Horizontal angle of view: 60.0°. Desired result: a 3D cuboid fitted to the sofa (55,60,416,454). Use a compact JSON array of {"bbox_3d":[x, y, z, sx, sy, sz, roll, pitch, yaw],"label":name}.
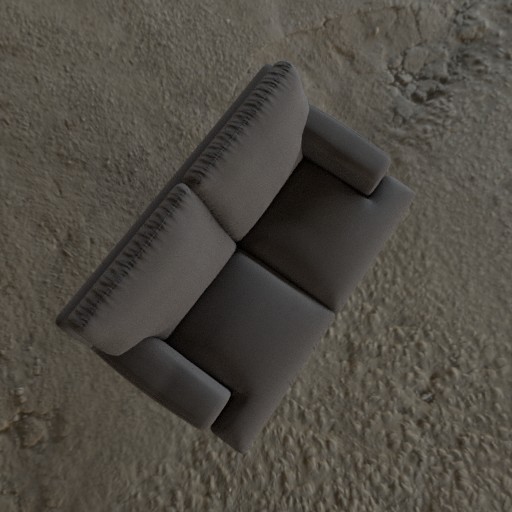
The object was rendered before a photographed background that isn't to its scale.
[{"bbox_3d":[0.000,0.000,2.529,1.143,0.940,1.880,34,78,9],"label":"sofa"}]
